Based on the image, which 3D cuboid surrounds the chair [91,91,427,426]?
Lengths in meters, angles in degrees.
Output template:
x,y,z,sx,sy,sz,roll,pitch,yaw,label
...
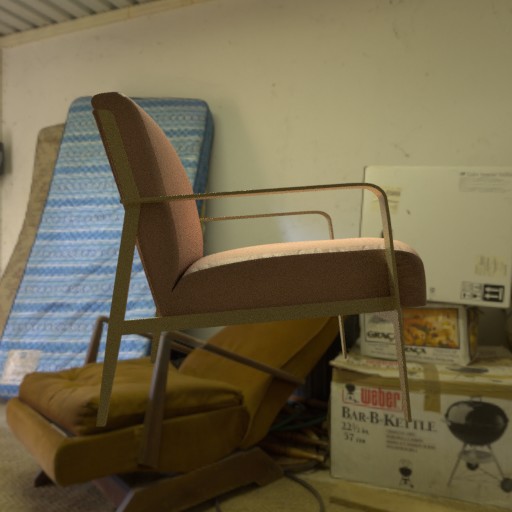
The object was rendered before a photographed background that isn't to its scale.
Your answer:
x,y,z,sx,sy,sz,roll,pitch,yaw,label
0.000,0.000,1.399,0.848,0.823,0.701,0,0,-2,chair
